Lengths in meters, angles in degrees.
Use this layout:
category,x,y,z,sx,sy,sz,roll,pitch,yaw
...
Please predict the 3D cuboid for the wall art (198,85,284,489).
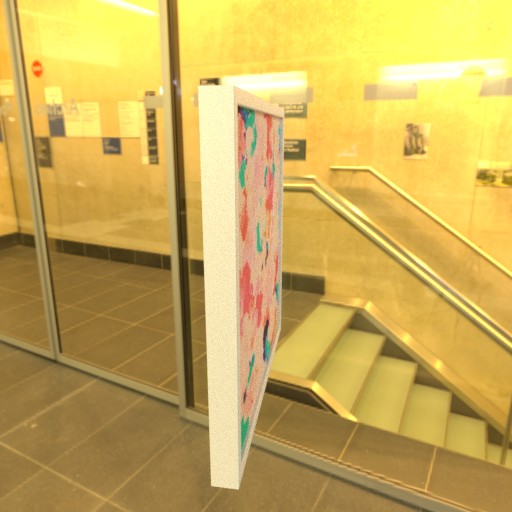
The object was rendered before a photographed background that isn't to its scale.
category,x,y,z,sx,sy,sz,roll,pitch,yaw
wall art,0.000,0.000,0.766,0.038,0.505,0.506,3,16,9
